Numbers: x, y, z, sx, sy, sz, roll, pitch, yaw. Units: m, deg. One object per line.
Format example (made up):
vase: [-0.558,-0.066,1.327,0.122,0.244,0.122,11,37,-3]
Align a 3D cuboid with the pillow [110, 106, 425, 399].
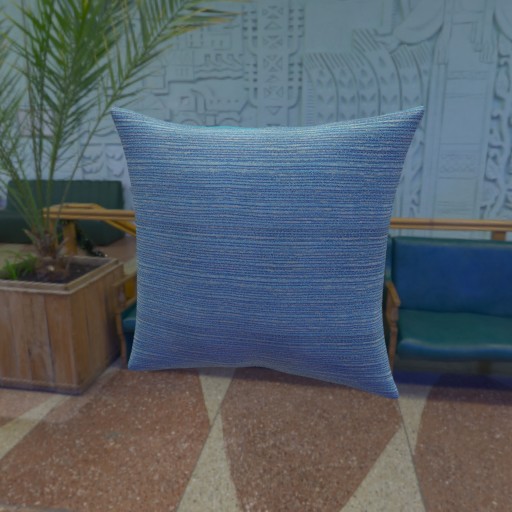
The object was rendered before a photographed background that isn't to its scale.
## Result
pillow: [0.000,0.000,0.770,0.514,0.497,0.150,3,15,11]
